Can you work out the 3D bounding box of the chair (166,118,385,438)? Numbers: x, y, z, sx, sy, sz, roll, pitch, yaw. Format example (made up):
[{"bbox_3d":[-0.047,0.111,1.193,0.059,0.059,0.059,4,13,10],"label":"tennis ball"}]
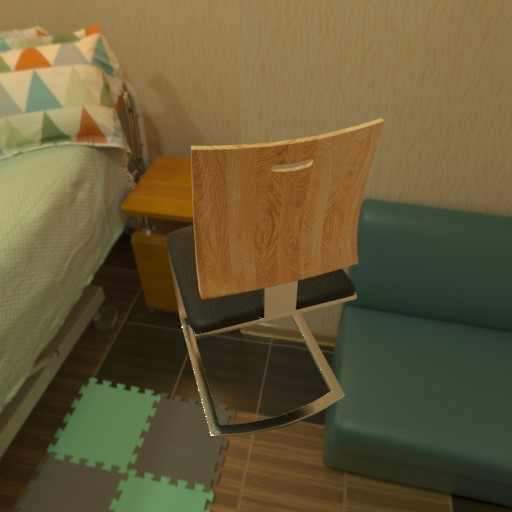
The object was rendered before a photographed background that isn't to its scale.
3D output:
[{"bbox_3d":[0.000,0.000,1.266,0.462,0.936,0.560,-12,42,-14],"label":"chair"}]
